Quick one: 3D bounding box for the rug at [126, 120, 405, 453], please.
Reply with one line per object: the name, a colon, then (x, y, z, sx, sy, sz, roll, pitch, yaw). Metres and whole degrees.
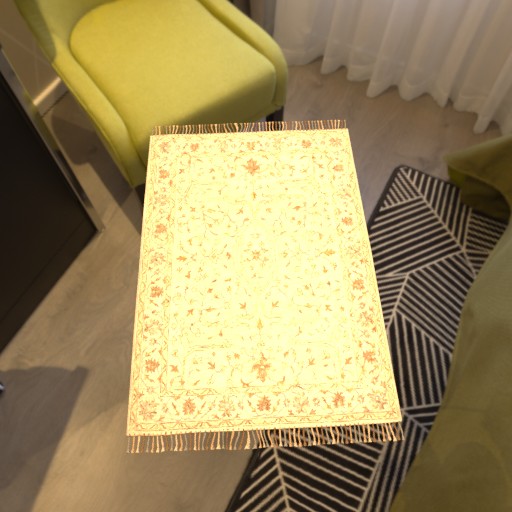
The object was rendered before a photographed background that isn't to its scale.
rug: (0.000, 0.000, 2.330, 1.218, 0.017, 1.861, -2, 63, -1)
